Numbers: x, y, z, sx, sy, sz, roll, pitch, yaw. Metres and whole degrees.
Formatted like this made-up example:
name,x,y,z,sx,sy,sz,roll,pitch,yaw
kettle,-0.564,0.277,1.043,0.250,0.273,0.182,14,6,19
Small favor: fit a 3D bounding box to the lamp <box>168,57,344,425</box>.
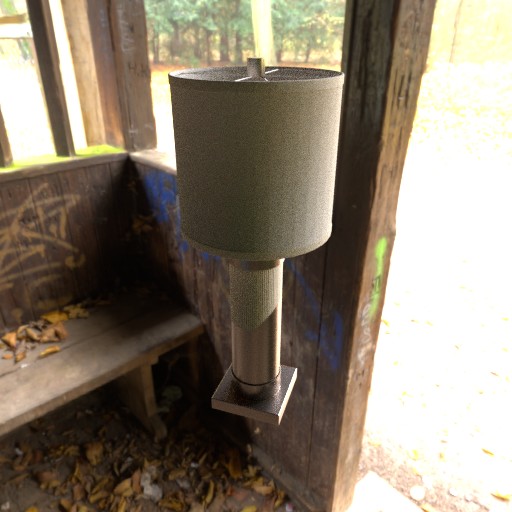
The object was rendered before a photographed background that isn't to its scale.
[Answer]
name,x,y,z,sx,sy,sz,roll,pitch,yaw
lamp,0.000,0.000,0.623,0.202,0.509,0.202,9,28,17
